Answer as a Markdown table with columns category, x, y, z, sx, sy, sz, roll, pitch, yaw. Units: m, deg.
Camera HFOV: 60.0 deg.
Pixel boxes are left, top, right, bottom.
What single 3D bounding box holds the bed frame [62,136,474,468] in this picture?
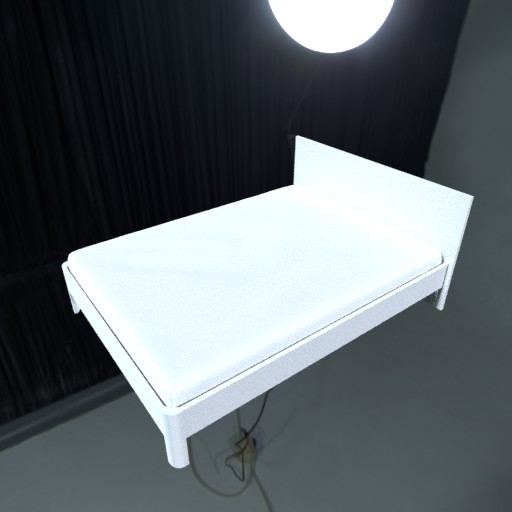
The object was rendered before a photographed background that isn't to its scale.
| category | x | y | z | sx | sy | sz | roll | pitch | yaw |
| --- | --- | --- | --- | --- | --- | --- | --- | --- | --- |
| bed frame | 0.000 | 0.000 | 2.716 | 1.950 | 0.800 | 1.490 | -21 | 37 | -31 |
